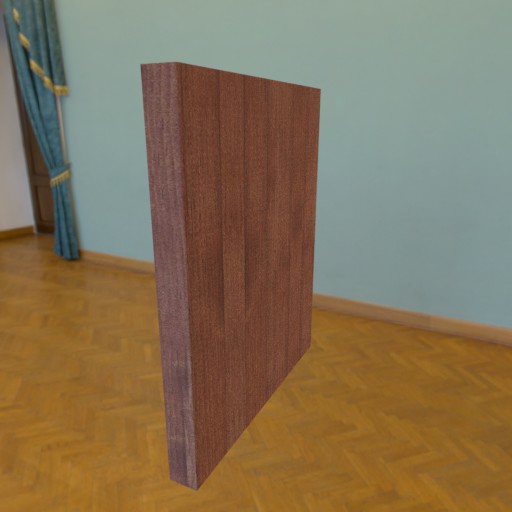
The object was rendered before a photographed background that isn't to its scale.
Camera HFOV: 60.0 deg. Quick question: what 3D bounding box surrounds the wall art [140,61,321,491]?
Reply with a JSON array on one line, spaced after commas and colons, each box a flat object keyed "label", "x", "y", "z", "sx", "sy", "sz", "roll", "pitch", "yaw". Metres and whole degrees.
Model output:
[{"label": "wall art", "x": 0.000, "y": 0.000, "z": 0.607, "sx": 0.039, "sy": 0.449, "sz": 0.377, "roll": 8, "pitch": 19, "yaw": 25}]
